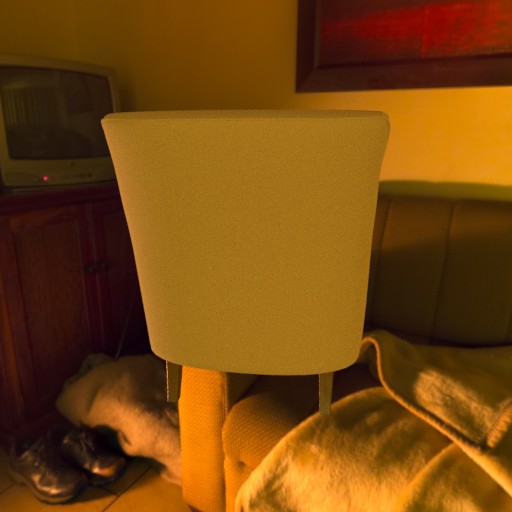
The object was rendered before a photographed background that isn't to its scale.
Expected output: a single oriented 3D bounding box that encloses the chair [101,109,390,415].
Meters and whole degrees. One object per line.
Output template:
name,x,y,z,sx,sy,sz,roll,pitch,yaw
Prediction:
chair,0.000,0.000,1.530,0.756,0.916,0.879,2,15,8
